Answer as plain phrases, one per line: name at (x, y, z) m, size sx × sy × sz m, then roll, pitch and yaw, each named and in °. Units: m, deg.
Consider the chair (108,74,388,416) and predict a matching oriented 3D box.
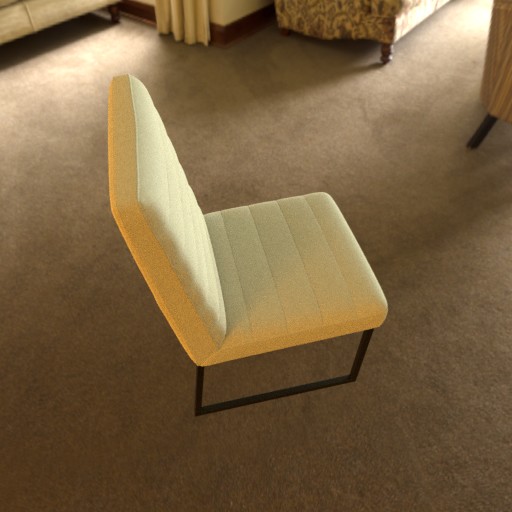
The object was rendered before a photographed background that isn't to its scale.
chair at (0.000, 0.000, 1.290) m, size 0.634 × 0.930 × 0.520 m, roll -10°, pitch 48°, yaw -9°
